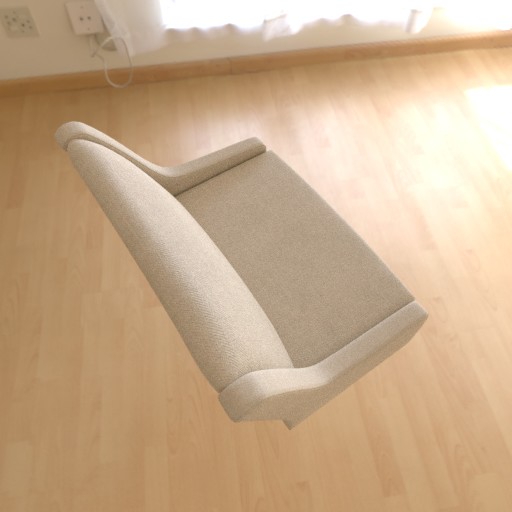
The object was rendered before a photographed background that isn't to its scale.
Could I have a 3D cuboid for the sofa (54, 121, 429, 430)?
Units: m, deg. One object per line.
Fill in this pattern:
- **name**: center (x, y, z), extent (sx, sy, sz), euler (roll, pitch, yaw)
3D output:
- **sofa**: center (0.000, 0.000, 1.853), extent (0.946, 0.976, 1.212), euler (-30, 63, -17)
